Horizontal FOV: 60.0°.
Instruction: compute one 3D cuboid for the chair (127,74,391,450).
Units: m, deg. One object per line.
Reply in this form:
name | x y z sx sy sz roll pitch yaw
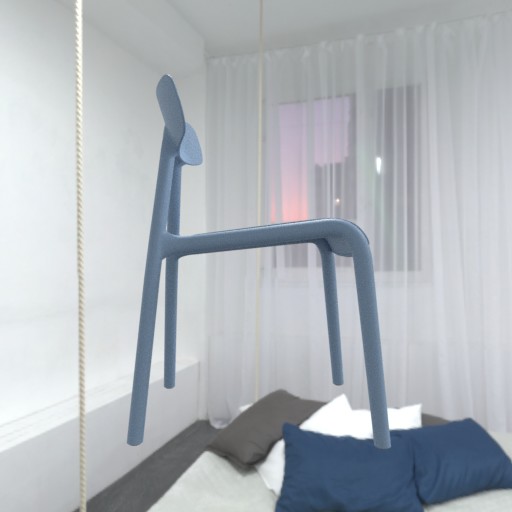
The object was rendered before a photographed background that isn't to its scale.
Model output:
chair | 0.000 0.000 0.834 0.401 0.580 0.356 0 0 -1
